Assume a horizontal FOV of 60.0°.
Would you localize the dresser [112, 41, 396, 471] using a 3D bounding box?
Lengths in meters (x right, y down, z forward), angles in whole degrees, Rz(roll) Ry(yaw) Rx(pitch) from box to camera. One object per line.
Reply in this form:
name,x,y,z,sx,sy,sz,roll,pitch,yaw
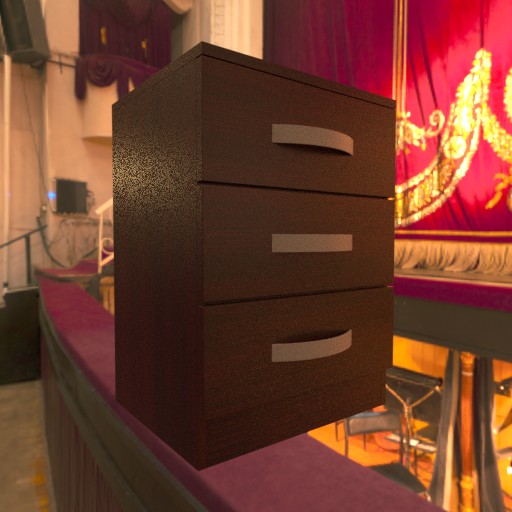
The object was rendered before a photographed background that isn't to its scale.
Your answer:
dresser,0.000,0.000,0.810,0.400,0.560,0.360,-2,3,-37
